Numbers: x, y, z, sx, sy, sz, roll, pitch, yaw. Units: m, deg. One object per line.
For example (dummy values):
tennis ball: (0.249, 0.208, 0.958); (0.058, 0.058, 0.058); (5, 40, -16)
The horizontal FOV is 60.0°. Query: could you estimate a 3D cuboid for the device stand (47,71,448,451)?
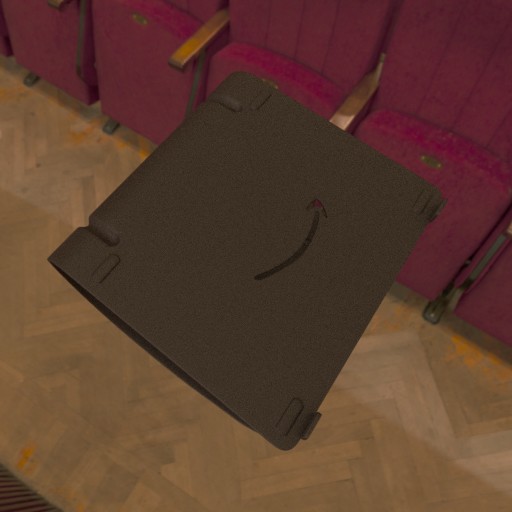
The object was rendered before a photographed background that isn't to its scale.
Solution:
device stand: (0.000, 0.000, 0.408); (0.236, 0.155, 0.256); (32, 68, 14)
